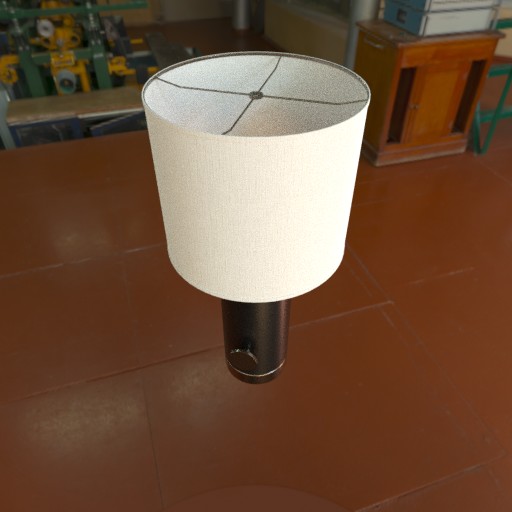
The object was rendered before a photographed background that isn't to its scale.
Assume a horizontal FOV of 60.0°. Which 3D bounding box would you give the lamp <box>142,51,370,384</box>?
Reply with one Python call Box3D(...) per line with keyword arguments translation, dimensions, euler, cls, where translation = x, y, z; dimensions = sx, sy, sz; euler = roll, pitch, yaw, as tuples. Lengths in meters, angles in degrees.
Box3D(translation=(0.000, 0.000, 0.632), dimensions=(0.241, 0.482, 0.240), euler=(11, 42, 12), cls="lamp")
